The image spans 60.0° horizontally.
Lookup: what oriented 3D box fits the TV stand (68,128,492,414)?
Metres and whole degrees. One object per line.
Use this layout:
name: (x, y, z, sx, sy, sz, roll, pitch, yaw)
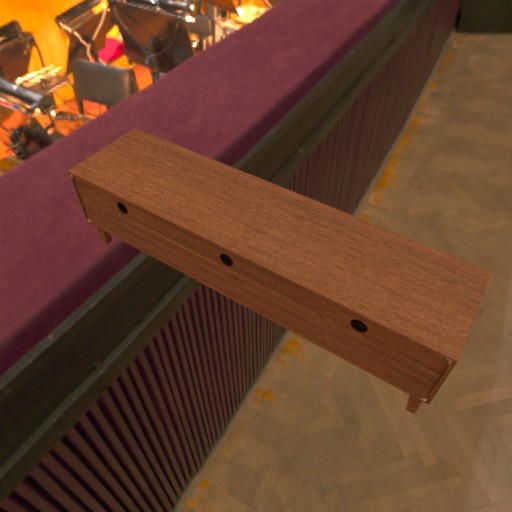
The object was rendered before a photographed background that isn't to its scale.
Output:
TV stand: (0.000, 0.000, 1.672, 1.482, 0.409, 0.366, 26, 52, 22)
